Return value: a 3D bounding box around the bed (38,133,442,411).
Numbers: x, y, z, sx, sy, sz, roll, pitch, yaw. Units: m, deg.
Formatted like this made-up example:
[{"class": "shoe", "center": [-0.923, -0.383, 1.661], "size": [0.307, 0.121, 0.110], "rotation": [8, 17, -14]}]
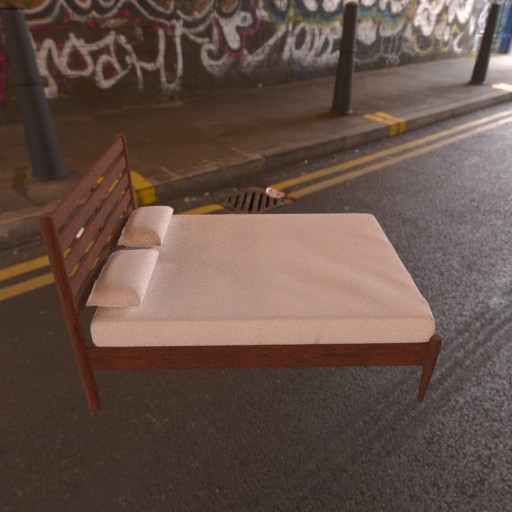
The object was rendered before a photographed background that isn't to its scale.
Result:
[{"class": "bed", "center": [0.000, 0.000, 3.062], "size": [2.093, 1.304, 1.509], "rotation": [-1, 30, -1]}]
